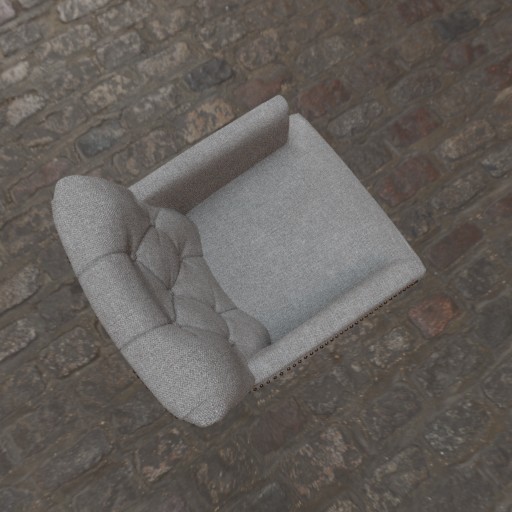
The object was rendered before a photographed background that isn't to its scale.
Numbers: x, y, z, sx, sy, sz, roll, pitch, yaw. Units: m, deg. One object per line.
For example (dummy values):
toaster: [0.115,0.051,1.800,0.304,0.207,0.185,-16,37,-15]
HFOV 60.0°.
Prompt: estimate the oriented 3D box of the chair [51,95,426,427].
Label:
chair: [0.000,0.000,1.468,0.902,0.823,0.737,-33,77,-9]
